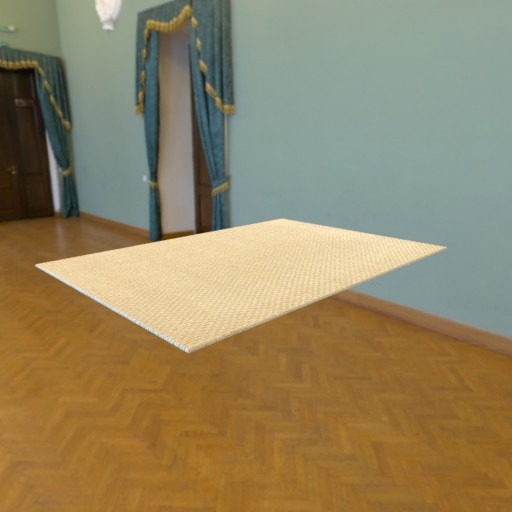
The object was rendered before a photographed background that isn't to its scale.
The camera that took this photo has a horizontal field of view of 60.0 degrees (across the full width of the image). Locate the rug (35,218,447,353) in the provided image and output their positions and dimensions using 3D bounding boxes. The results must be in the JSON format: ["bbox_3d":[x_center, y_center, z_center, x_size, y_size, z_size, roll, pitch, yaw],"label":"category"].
[{"bbox_3d":[0.000,0.000,2.802,2.144,0.013,1.509,-14,21,-42],"label":"rug"}]
